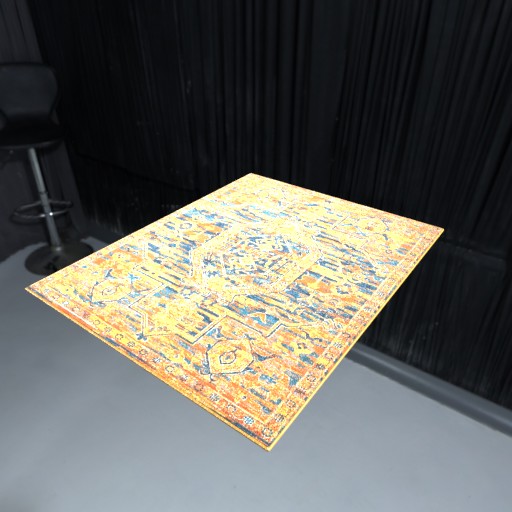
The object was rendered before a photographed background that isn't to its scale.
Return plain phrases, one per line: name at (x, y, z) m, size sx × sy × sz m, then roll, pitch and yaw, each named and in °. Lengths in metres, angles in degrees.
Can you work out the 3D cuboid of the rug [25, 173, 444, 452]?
rug at (0.000, 0.000, 4.023) m, size 2.435 × 0.031 × 3.040 m, roll 22°, pitch 39°, yaw 30°
